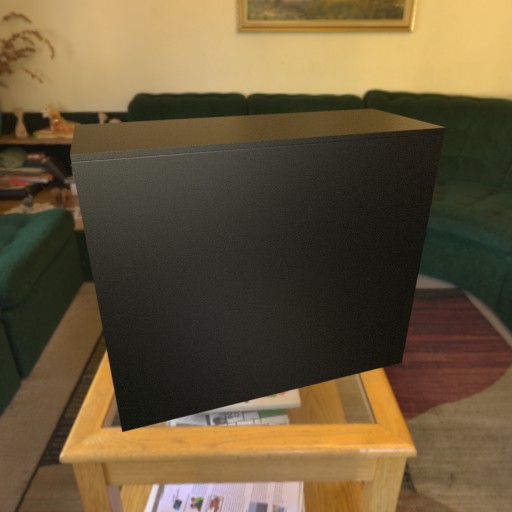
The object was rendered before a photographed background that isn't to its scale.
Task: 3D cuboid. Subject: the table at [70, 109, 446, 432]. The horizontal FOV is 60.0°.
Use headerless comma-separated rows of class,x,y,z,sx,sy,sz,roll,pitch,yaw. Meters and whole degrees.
table,0.000,0.000,1.376,0.930,0.790,0.380,-9,28,-17
